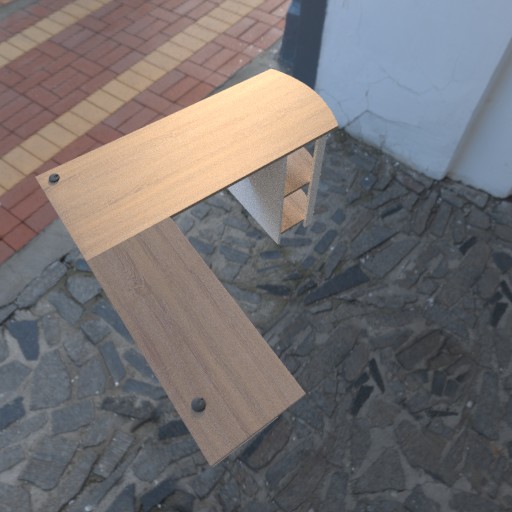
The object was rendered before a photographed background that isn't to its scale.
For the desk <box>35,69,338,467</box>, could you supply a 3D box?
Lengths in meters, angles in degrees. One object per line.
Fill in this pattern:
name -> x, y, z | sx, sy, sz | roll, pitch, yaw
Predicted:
desk -> 0.000, 0.000, 2.068 | 1.303, 0.716, 1.361 | -31, 63, -18
